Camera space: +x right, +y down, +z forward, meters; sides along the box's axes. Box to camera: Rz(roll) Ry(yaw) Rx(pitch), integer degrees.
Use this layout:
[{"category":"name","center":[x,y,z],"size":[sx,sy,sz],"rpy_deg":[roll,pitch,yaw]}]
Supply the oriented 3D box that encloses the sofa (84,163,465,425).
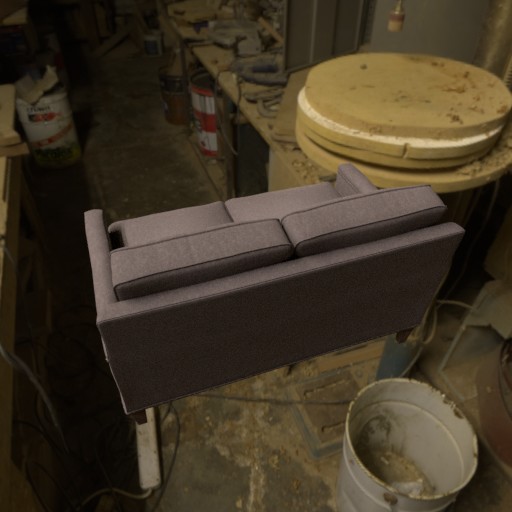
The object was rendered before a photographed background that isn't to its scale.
[{"category":"sofa","center":[0.000,0.000,2.270],"size":[1.597,1.003,1.084],"rpy_deg":[-13,43,-15]}]
